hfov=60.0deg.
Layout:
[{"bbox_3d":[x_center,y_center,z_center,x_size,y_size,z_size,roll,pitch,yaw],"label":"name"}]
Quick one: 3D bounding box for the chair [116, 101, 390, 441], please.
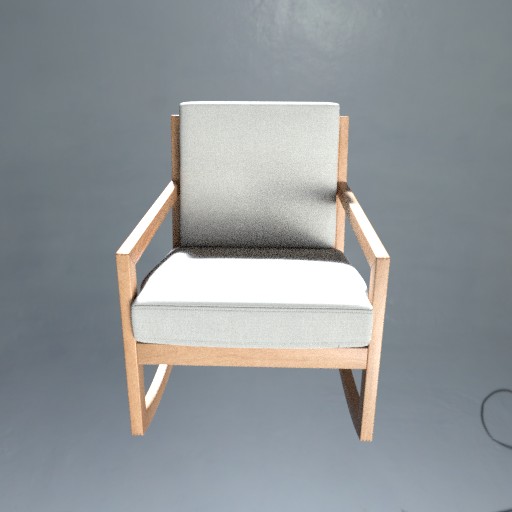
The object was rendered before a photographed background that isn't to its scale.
[{"bbox_3d":[0.000,0.000,1.369,0.622,0.790,0.857,1,30,2],"label":"chair"}]
